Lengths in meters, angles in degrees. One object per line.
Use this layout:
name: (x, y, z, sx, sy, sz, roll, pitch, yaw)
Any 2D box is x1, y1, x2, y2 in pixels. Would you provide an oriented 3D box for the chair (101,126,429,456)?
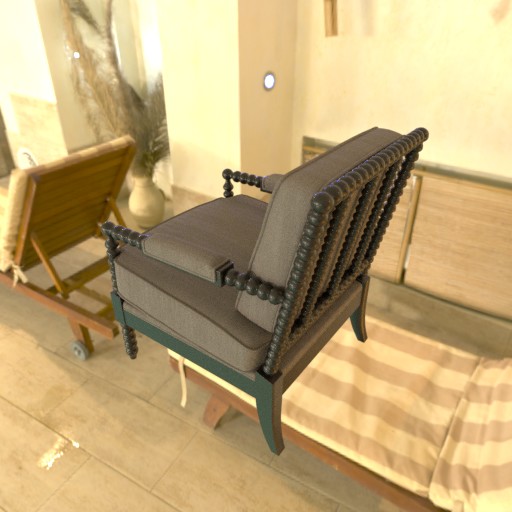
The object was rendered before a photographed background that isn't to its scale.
chair: (0.000, 0.000, 1.148, 0.622, 0.661, 0.540, 20, 36, 30)
